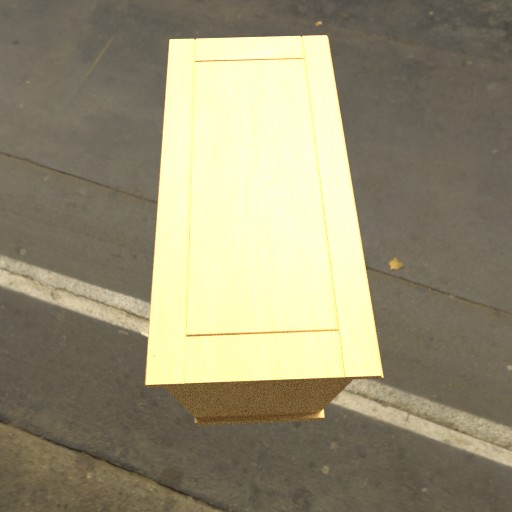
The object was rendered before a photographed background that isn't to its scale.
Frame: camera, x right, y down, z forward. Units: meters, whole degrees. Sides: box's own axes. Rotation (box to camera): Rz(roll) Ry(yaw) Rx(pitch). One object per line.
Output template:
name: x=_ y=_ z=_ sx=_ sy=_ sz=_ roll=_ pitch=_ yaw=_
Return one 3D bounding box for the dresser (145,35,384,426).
dresser: x=0.000 y=0.000 z=1.377 sx=0.440 sy=0.835 sz=0.915 roll=-2 pitch=64 yaw=-1
